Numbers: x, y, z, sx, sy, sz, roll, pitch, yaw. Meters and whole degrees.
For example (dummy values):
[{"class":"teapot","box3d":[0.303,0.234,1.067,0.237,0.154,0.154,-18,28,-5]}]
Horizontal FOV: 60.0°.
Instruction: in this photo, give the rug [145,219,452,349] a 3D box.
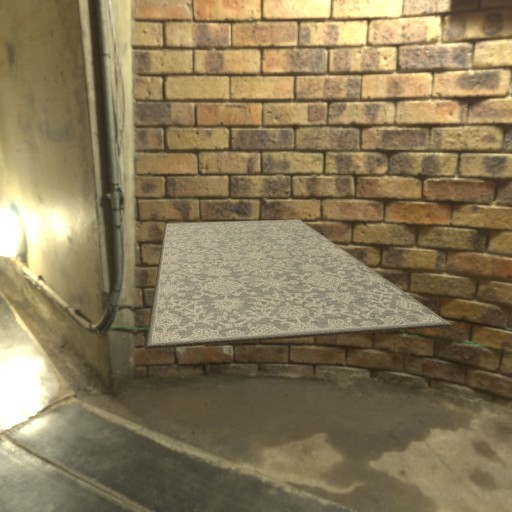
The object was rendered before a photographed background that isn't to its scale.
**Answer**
[{"class":"rug","box3d":[0.000,0.000,3.612,1.546,0.011,3.048,-3,15,-9]}]
